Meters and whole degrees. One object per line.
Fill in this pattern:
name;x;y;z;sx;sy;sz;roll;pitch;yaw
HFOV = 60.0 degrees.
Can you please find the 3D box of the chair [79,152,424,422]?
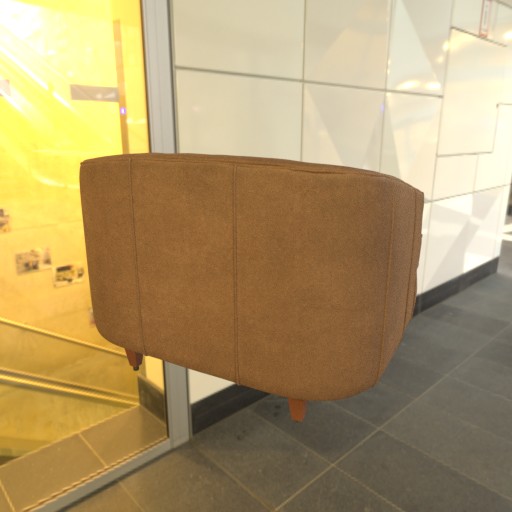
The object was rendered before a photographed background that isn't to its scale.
chair;0.000;0.000;1.679;1.118;0.787;0.914;8;17;27
